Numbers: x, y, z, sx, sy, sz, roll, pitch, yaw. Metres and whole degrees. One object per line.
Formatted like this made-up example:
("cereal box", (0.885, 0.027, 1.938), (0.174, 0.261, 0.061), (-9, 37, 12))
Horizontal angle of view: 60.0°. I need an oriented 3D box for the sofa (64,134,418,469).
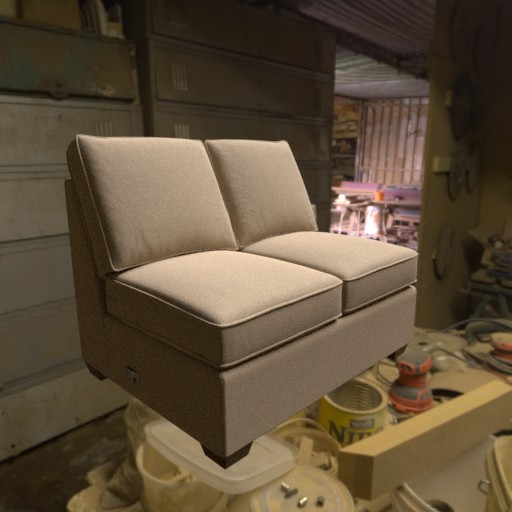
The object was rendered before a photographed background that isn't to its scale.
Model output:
("sofa", (0.000, 0.000, 1.926), (0.951, 1.008, 1.237), (13, 18, 43))
